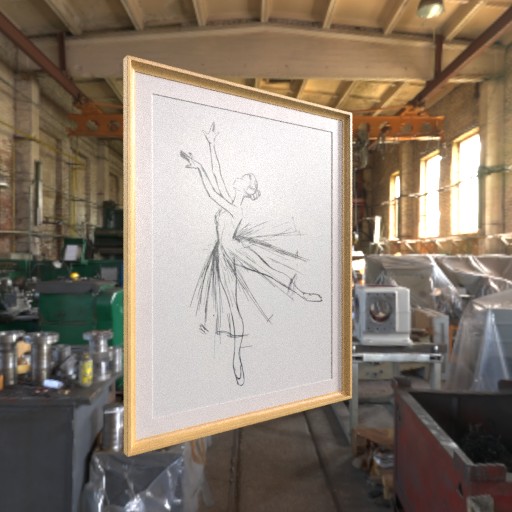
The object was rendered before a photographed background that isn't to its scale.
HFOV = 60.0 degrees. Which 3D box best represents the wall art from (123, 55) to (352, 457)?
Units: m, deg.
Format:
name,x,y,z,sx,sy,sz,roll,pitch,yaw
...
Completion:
name,x,y,z,sx,sy,sz,roll,pitch,yaw
wall art,0.000,0.000,1.343,0.798,1.002,0.030,0,0,-35
